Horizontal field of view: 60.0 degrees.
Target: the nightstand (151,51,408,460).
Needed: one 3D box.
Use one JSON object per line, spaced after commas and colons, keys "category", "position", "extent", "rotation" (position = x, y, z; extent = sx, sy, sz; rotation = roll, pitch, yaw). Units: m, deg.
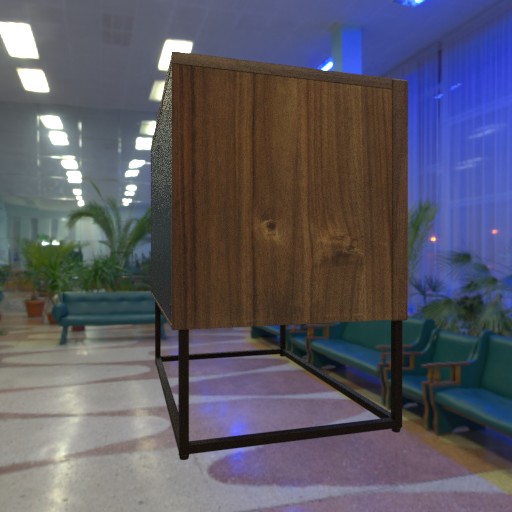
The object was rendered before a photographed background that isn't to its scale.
{"category": "nightstand", "position": [0.000, 0.000, 1.007], "extent": [0.437, 0.610, 0.610], "rotation": [0, 0, -16]}
